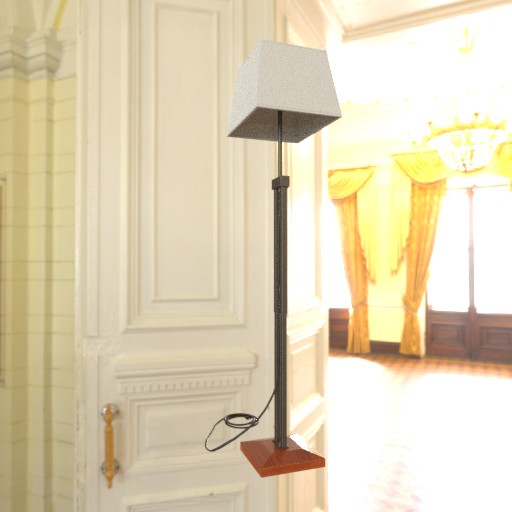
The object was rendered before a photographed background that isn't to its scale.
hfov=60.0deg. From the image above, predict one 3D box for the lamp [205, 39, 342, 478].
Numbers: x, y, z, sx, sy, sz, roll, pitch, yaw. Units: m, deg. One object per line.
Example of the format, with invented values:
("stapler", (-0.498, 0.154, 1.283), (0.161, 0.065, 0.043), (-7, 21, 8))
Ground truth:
("lamp", (0.000, 0.000, 2.026), (0.472, 1.712, 0.745), (0, -1, -19))
